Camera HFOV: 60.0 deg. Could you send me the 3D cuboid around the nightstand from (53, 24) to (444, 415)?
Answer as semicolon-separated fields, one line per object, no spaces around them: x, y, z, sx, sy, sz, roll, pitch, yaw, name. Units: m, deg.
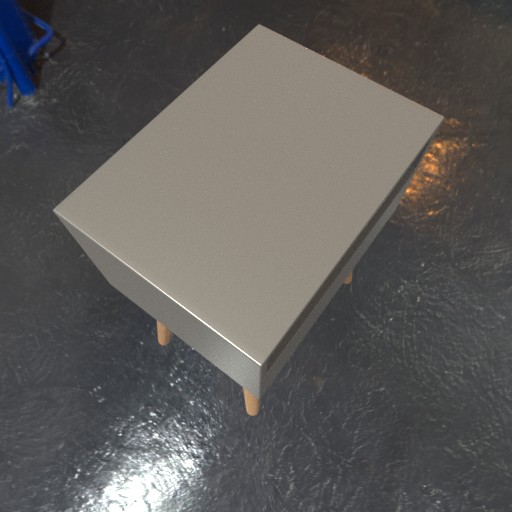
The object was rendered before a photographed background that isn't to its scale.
0.000;0.000;0.731;0.288;0.508;0.370;34;69;15;nightstand
